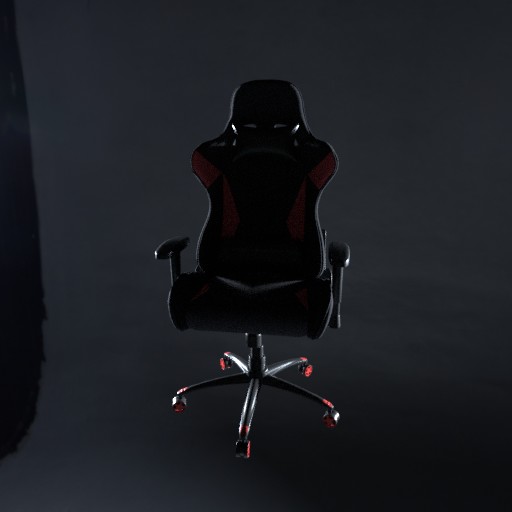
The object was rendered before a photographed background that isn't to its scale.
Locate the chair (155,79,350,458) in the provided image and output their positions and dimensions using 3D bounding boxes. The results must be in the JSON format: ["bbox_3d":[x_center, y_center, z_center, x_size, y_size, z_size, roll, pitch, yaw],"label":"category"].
[{"bbox_3d":[0.000,0.000,1.707,0.695,1.326,0.658,2,16,9],"label":"chair"}]
